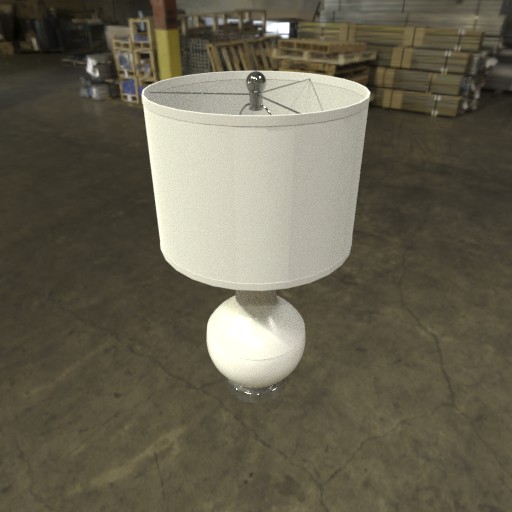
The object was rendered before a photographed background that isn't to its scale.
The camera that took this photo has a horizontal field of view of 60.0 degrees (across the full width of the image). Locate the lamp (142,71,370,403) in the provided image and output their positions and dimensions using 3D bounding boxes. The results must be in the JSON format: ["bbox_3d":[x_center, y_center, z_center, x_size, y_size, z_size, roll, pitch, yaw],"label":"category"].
[{"bbox_3d":[0.000,0.000,0.865,0.357,0.673,0.357,20,36,30],"label":"lamp"}]
